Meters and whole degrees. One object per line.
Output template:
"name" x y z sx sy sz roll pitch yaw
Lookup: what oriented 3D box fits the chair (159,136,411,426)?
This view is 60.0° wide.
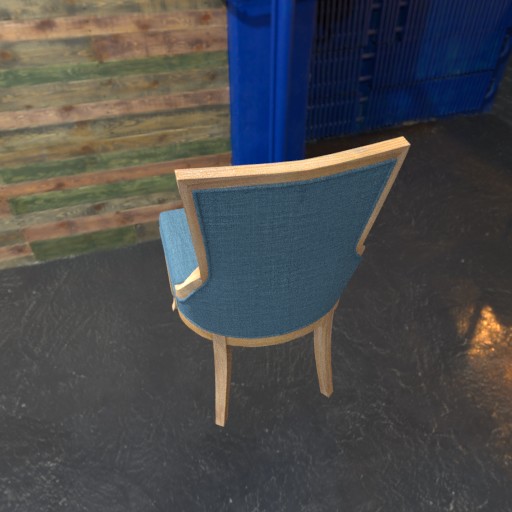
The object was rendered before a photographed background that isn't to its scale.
"chair" 0.000 0.000 1.327 0.524 0.947 0.641 -11 42 -12
